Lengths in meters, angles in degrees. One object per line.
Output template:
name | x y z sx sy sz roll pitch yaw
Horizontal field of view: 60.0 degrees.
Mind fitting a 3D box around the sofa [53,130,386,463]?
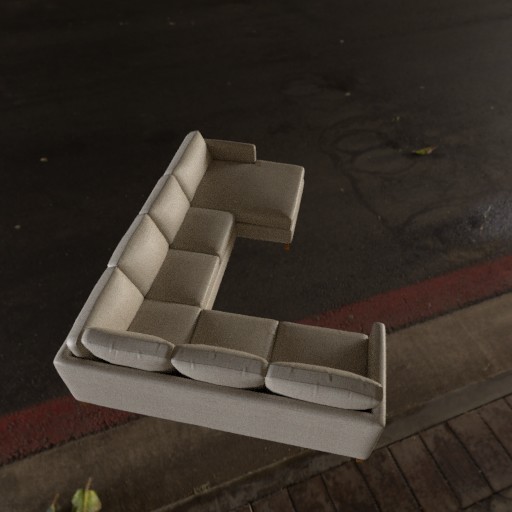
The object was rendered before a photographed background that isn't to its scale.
sofa | 0.000 0.000 4.630 2.594 0.961 3.460 8 46 8
